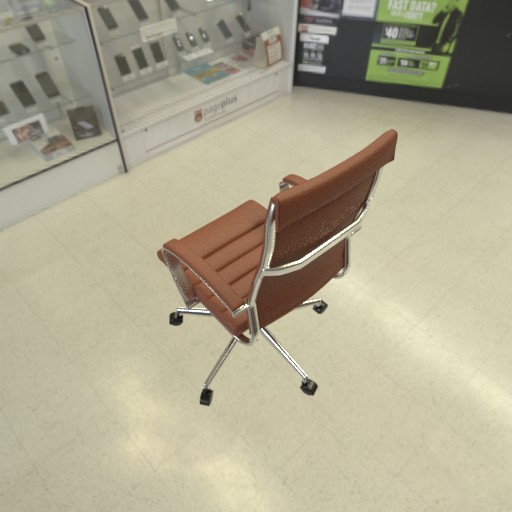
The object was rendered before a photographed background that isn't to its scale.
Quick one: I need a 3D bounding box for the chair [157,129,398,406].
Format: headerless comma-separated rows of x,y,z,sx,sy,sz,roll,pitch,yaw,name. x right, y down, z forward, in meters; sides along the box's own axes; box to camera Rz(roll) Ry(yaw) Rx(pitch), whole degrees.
0.000,0.000,1.641,0.766,1.149,0.739,-33,55,-27,chair
